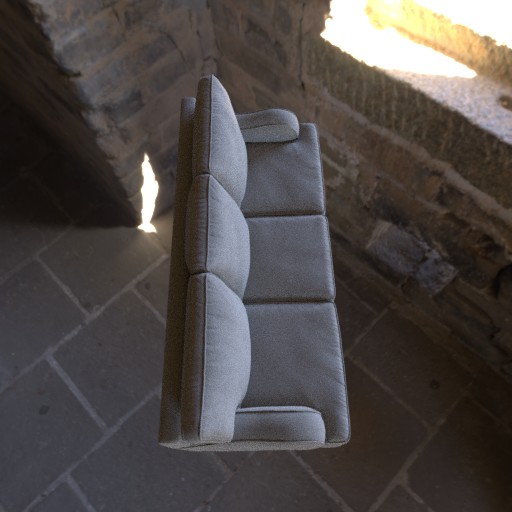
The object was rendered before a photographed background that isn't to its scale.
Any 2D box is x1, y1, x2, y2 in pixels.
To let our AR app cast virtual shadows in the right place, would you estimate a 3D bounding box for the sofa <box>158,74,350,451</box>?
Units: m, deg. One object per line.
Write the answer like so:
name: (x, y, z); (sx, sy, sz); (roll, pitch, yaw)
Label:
sofa: (0.000, 0.000, 2.904); (1.016, 0.997, 2.323); (-1, 64, -1)
